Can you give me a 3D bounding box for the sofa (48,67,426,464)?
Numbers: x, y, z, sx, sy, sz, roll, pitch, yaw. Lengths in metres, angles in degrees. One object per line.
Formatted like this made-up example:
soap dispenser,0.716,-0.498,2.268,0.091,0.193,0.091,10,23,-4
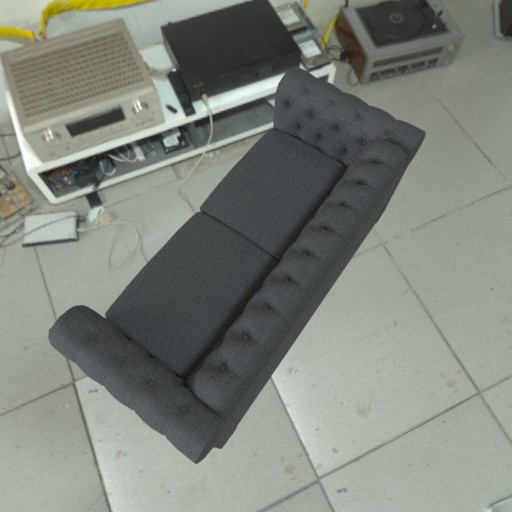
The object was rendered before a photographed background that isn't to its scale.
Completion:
sofa,0.000,0.000,2.242,0.783,0.797,1.798,33,70,14
